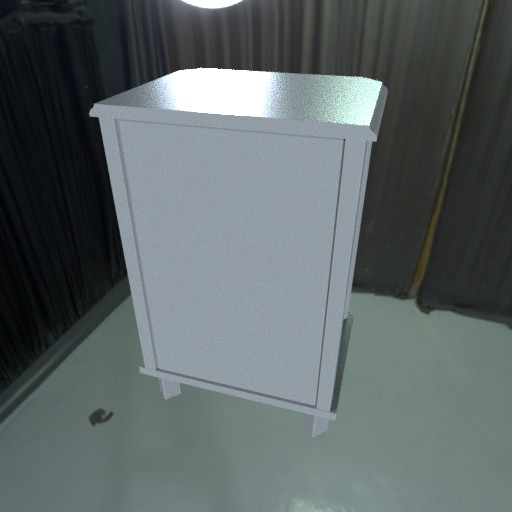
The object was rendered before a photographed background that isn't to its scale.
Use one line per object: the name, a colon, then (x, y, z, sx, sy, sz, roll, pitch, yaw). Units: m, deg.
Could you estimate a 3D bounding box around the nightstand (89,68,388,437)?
nightstand: (0.000, 0.000, 0.946, 0.435, 0.680, 0.348, 9, 33, 14)
